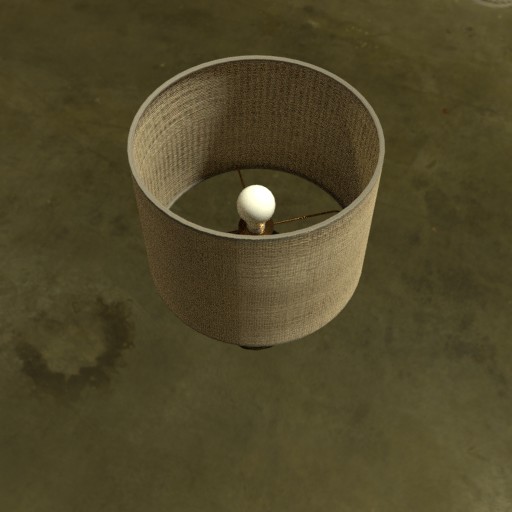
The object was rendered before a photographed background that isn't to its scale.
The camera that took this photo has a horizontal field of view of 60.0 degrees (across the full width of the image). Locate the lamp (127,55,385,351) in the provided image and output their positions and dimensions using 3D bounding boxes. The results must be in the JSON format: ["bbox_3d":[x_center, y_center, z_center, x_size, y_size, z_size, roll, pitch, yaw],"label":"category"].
[{"bbox_3d":[0.000,0.000,0.817,0.376,0.594,0.376,0,58,0],"label":"lamp"}]
